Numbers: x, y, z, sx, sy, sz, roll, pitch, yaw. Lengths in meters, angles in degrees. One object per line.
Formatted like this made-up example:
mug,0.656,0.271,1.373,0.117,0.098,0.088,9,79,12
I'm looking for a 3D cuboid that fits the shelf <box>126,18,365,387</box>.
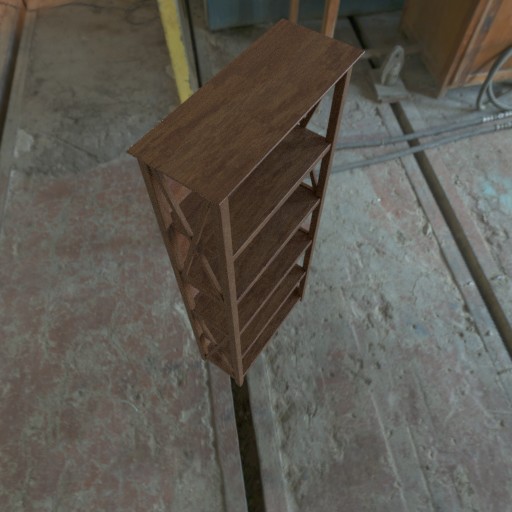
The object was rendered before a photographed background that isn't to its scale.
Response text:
shelf,0.000,0.000,2.191,0.335,1.905,0.805,31,64,18
